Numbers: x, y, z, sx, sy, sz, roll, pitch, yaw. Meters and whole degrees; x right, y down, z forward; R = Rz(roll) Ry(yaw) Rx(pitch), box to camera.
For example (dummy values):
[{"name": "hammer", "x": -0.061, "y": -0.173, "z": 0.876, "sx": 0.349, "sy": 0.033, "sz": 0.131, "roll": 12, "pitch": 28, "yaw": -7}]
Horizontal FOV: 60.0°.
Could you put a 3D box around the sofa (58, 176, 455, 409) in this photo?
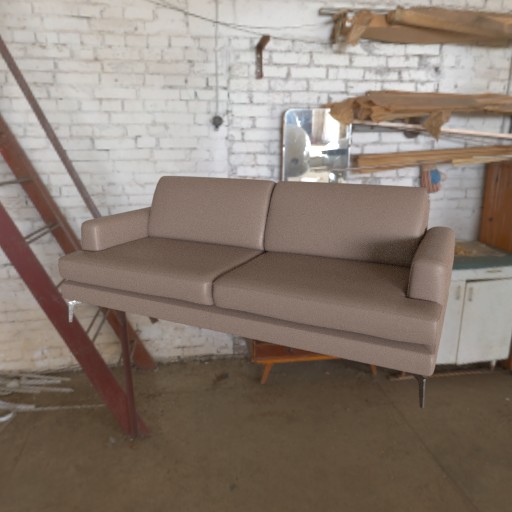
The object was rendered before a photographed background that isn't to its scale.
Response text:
[{"name": "sofa", "x": 0.000, "y": 0.000, "z": 2.395, "sx": 1.940, "sy": 0.765, "sz": 0.974, "roll": 7, "pitch": 17, "yaw": 25}]
